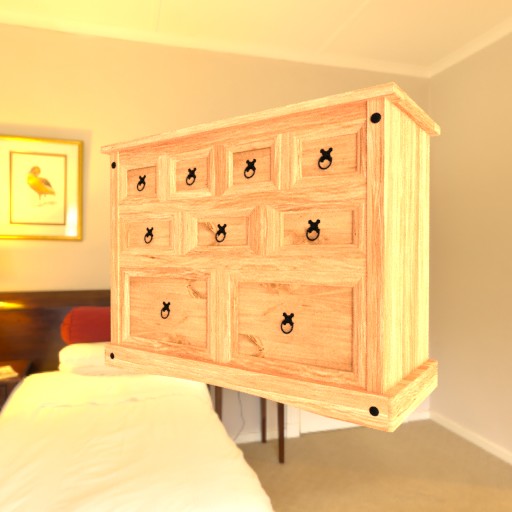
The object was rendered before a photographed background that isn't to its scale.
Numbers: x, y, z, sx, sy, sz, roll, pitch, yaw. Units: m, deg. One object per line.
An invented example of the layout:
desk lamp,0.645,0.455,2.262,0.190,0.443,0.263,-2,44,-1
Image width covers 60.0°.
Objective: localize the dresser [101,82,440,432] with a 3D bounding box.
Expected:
dresser,0.000,0.000,1.377,0.990,0.740,0.410,0,1,35
